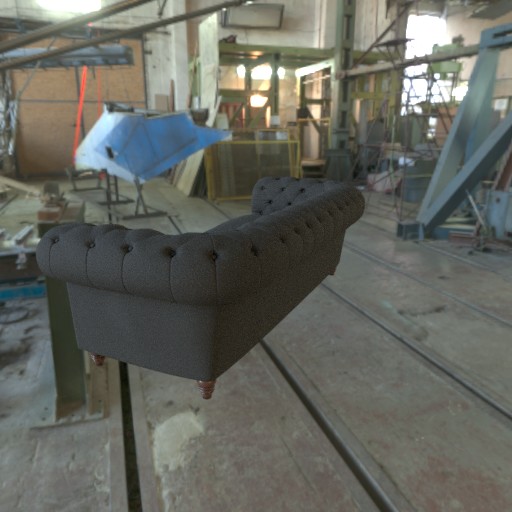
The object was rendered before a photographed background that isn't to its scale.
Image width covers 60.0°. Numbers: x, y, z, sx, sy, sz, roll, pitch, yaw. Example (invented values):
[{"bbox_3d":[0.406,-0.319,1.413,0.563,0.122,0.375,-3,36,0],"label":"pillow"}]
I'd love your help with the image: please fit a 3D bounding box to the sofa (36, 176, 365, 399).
[{"bbox_3d":[0.000,0.000,2.752,0.991,0.762,2.362,8,18,25],"label":"sofa"}]
